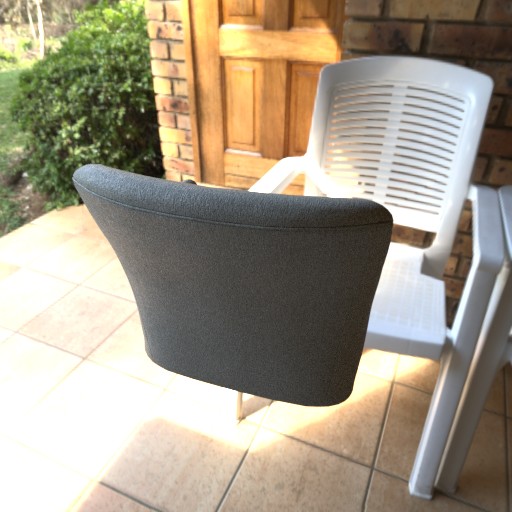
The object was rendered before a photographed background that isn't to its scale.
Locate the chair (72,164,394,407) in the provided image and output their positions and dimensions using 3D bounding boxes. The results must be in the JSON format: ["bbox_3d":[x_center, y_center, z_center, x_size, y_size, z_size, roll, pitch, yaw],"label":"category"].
[{"bbox_3d":[0.000,0.000,1.562,0.864,0.856,0.923,10,34,15],"label":"chair"}]
